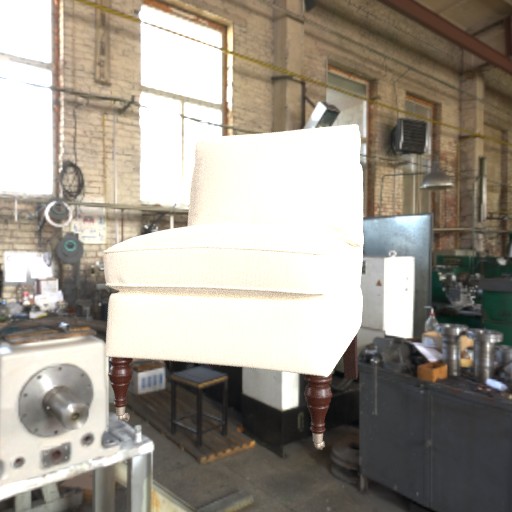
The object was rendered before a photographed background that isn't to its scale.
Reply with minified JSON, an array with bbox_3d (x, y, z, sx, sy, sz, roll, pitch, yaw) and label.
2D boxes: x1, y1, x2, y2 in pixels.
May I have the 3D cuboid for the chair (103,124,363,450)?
[{"bbox_3d":[0.000,0.000,1.401,0.630,0.887,0.781,0,1,19],"label":"chair"}]
